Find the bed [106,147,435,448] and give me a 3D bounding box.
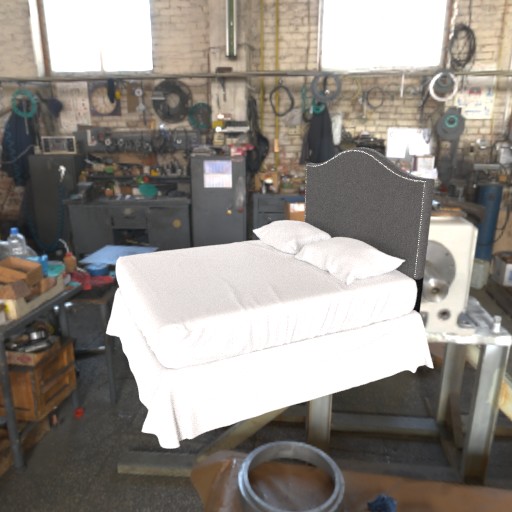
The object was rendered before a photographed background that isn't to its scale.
[{"bbox_3d":[0.000,0.000,3.540,2.221,1.645,1.876,-8,18,-25],"label":"bed"}]
